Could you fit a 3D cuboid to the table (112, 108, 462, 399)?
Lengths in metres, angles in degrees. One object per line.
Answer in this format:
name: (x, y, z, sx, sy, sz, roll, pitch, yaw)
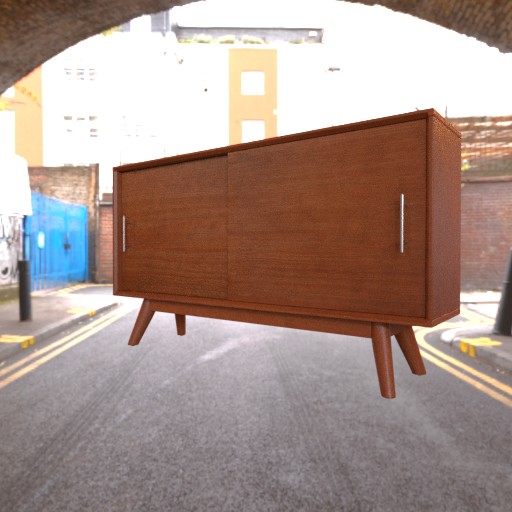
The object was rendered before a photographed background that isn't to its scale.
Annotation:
table: (0.000, 0.000, 1.495, 1.220, 0.698, 0.308, 1, 1, 37)
